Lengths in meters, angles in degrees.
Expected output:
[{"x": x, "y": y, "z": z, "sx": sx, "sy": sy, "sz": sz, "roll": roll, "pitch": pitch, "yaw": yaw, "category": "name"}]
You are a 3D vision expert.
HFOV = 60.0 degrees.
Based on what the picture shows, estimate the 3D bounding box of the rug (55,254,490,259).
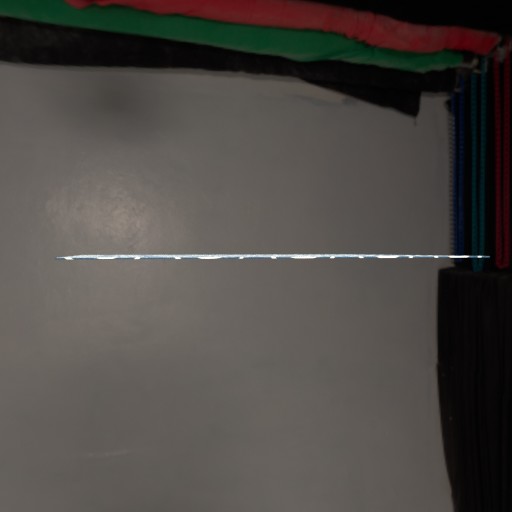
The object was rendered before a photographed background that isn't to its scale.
[{"x": 0.000, "y": 0.000, "z": 4.367, "sx": 3.353, "sy": 0.010, "sz": 2.438, "roll": 0, "pitch": 1, "yaw": -18, "category": "rug"}]
